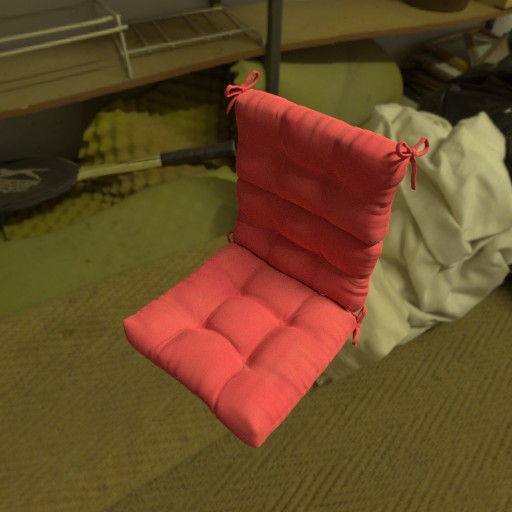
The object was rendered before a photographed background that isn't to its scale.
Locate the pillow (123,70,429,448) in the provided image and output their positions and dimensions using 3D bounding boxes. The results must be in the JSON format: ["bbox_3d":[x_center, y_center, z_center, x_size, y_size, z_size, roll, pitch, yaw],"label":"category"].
[{"bbox_3d":[0.000,0.000,1.070,0.519,0.605,0.571,31,53,27],"label":"pillow"}]
